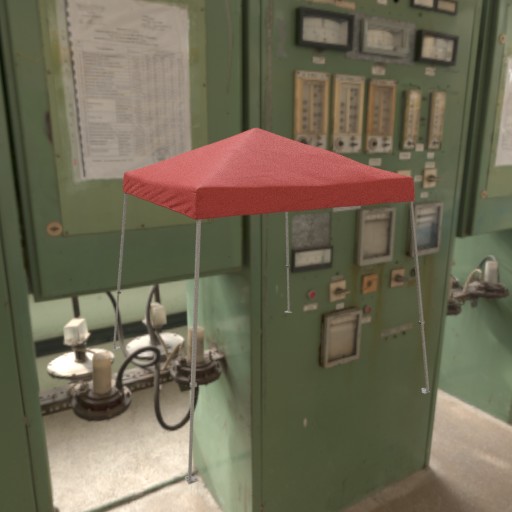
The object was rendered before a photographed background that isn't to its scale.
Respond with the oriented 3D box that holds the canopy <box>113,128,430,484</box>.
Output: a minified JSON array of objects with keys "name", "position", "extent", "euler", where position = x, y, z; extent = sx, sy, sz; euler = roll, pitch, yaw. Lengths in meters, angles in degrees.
[{"name":"canopy","position":[0.000,0.000,6.475],"extent":[3.599,3.600,3.600],"euler":[-8,16,-28]}]
